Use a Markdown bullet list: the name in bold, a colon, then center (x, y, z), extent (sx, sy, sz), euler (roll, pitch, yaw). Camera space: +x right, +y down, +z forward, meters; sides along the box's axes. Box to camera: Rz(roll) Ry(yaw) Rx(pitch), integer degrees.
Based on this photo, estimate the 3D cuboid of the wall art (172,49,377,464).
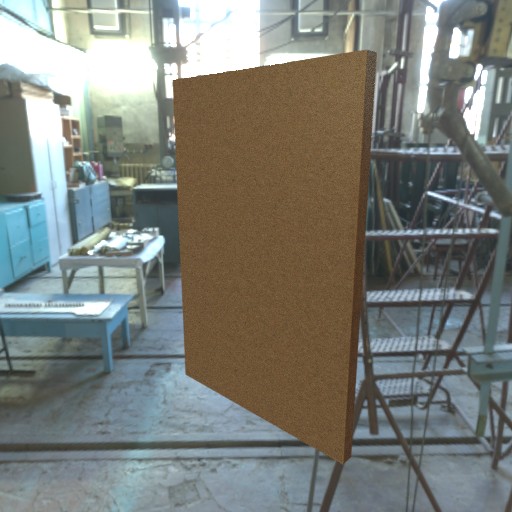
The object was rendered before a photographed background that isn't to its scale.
- **wall art**: center (0.000, 0.000, 1.159), extent (0.610, 0.914, 0.037), euler (14, 20, 42)
